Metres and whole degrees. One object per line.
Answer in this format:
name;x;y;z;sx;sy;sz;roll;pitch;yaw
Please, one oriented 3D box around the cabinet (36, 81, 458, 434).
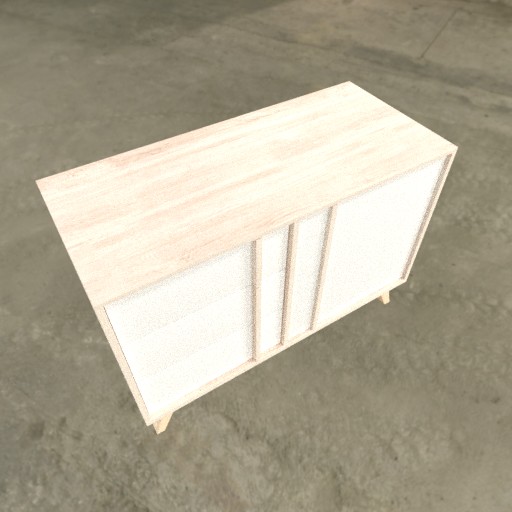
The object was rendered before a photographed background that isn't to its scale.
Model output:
cabinet;0.000;0.000;1.553;1.110;0.780;0.500;-25;52;-21
